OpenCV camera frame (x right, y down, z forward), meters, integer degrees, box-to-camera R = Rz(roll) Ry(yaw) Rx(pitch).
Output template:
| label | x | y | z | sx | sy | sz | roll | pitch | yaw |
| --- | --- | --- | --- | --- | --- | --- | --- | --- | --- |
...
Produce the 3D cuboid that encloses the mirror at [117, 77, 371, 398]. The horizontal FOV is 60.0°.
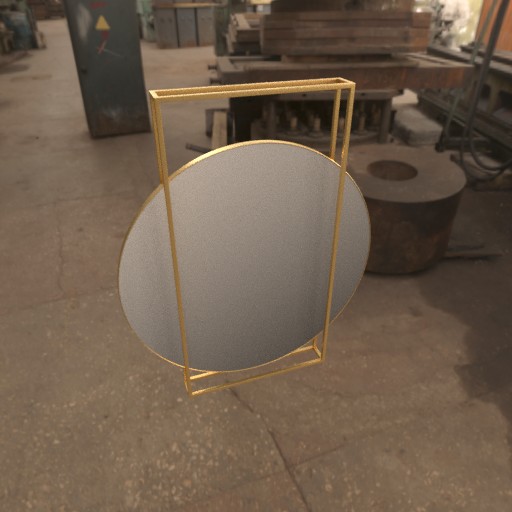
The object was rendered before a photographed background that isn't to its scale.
| label | x | y | z | sx | sy | sz | roll | pitch | yaw |
| --- | --- | --- | --- | --- | --- | --- | --- | --- | --- |
| mirror | 0.000 | 0.000 | 0.830 | 0.508 | 0.603 | 0.051 | -11 | 33 | -17 |
